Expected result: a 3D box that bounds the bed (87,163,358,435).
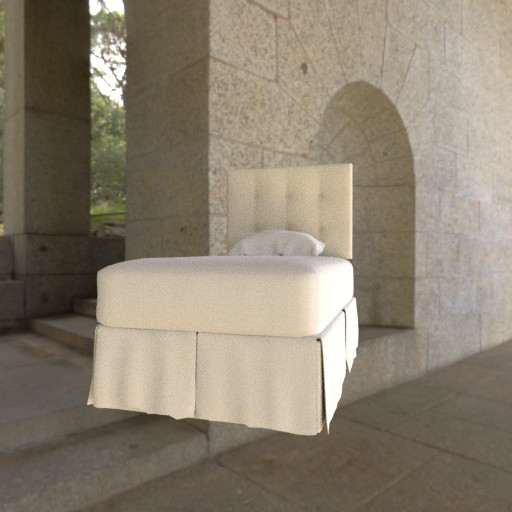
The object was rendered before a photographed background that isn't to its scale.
[{"bbox_3d":[0.000,0.000,3.038,1.261,1.571,1.997,0,0,17],"label":"bed"}]
